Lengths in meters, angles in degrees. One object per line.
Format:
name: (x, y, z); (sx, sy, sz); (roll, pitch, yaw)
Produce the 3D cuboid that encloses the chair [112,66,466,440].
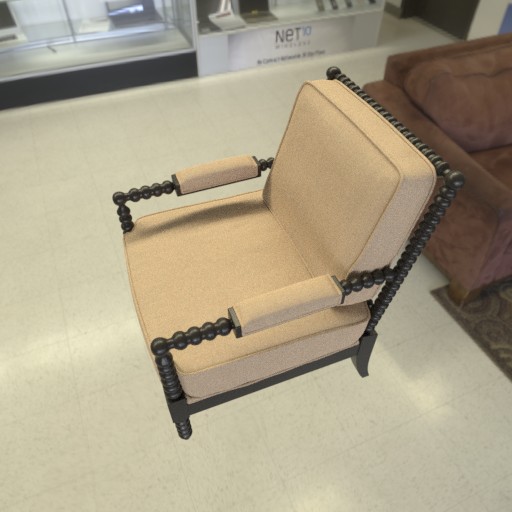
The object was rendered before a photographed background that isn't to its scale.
chair: (0.000, 0.000, 1.156); (0.657, 0.703, 0.555); (-16, 49, -14)
